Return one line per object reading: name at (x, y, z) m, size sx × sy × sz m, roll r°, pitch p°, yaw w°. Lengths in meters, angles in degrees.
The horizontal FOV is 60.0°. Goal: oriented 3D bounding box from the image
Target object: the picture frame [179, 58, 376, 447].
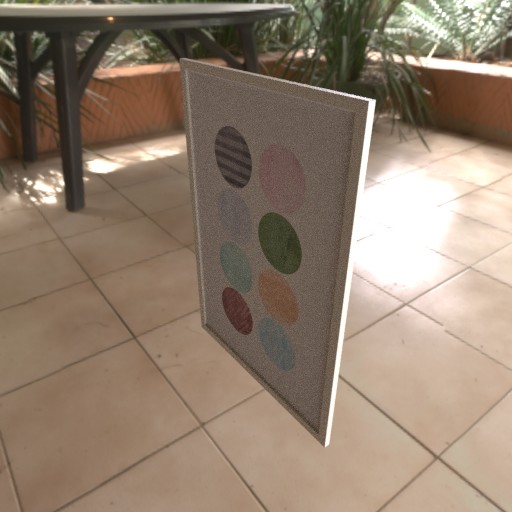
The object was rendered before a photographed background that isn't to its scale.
picture frame at (0.000, 0.000, 0.857) m, size 0.013 × 0.657 × 0.457 m, roll -22°, pitch 38°, yaw -31°
